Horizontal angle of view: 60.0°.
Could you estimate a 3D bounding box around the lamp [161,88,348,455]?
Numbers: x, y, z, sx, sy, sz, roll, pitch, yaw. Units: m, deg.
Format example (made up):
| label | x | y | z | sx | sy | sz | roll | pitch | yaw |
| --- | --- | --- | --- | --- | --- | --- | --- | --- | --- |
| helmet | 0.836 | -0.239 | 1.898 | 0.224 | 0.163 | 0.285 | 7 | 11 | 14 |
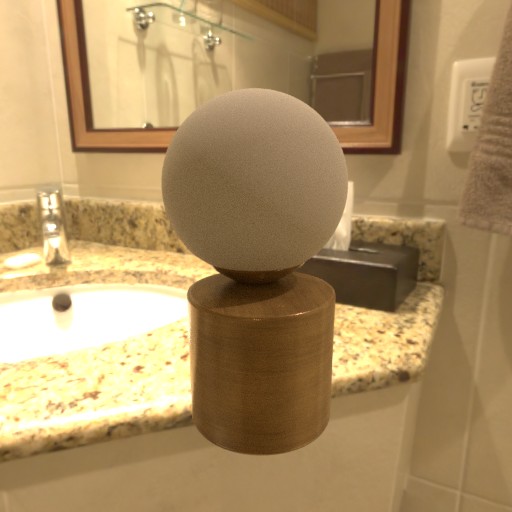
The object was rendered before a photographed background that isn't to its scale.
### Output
| label | x | y | z | sx | sy | sz | roll | pitch | yaw |
| --- | --- | --- | --- | --- | --- | --- | --- | --- | --- |
| lamp | 0.000 | 0.000 | 0.351 | 0.141 | 0.250 | 0.152 | -3 | 15 | -10 |
